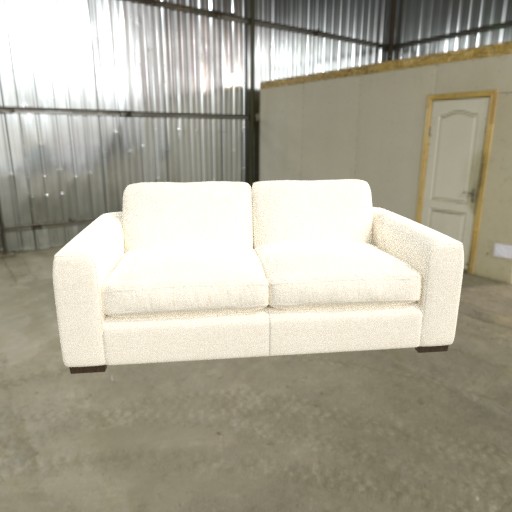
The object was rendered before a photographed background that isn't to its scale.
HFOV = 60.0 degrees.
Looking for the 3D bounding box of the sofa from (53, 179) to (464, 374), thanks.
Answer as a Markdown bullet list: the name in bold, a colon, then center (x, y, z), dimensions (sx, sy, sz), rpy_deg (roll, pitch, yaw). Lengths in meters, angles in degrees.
- **sofa**: center (0.000, 0.000, 2.531), dimensions (1.920, 0.801, 1.069), rpy_deg (-2, 16, -7)
